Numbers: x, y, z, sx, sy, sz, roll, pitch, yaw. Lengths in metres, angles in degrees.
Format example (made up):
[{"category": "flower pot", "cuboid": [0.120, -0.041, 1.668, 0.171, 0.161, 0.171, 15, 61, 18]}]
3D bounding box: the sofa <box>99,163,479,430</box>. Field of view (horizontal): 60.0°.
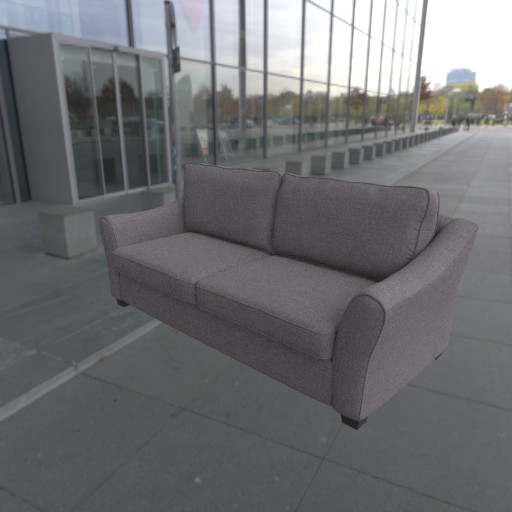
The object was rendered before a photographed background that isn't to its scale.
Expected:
[{"category": "sofa", "cuboid": [0.000, 0.000, 2.716, 2.203, 0.976, 1.013, 16, 23, 41]}]
